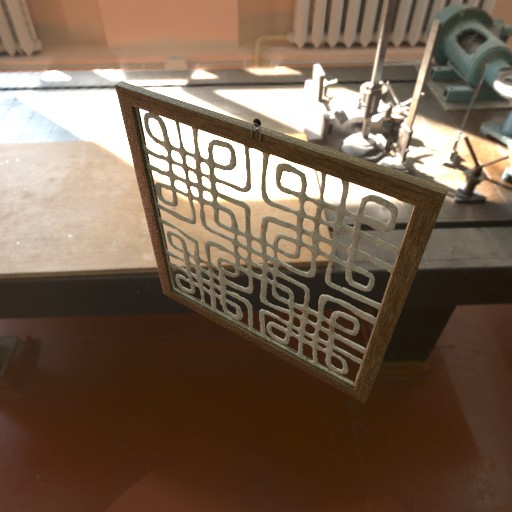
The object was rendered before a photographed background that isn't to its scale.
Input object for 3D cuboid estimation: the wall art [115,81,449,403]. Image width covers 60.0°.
[{"bbox_3d":[0.000,0.000,0.847,0.561,0.582,0.021,25,51,22],"label":"wall art"}]
